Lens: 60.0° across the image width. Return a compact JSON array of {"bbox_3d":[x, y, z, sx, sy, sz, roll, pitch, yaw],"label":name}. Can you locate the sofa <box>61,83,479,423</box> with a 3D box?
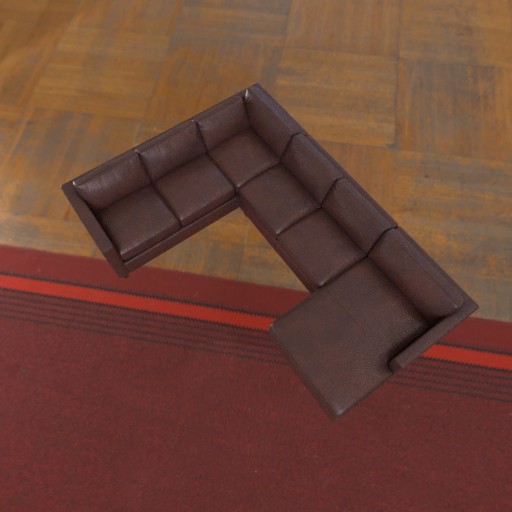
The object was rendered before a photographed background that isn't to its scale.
[{"bbox_3d":[0.000,0.000,4.407,2.452,0.891,3.324,-33,68,-15],"label":"sofa"}]
